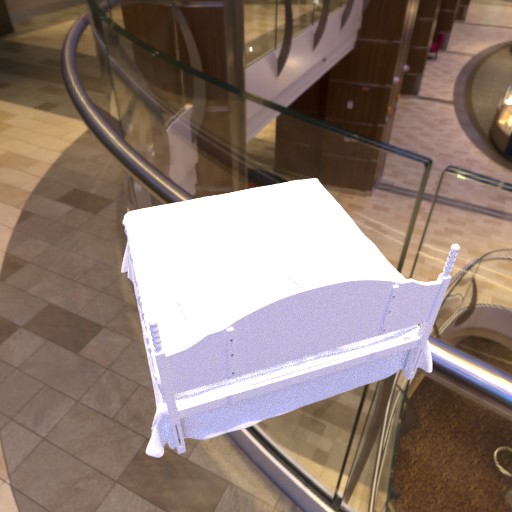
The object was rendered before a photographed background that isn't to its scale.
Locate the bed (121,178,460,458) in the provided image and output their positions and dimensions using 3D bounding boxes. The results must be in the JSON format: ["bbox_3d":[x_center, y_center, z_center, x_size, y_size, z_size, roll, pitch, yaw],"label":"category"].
[{"bbox_3d":[0.000,0.000,3.696,2.322,1.355,2.219,-12,41,-14],"label":"bed"}]
